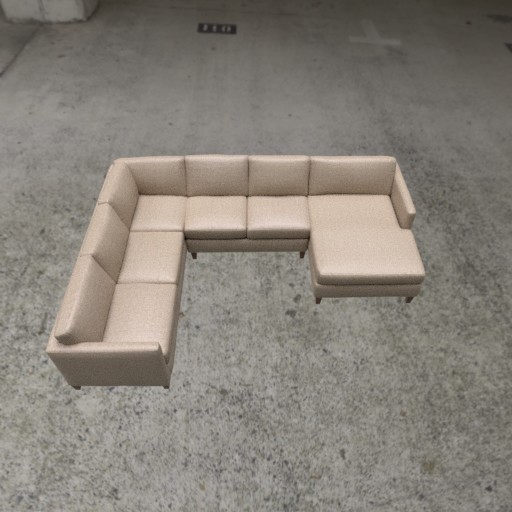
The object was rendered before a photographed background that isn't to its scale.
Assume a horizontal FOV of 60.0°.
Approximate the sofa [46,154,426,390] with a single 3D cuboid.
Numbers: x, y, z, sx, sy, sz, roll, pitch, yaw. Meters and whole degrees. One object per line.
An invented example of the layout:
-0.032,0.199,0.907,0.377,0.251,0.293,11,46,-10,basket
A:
0.000,0.000,4.620,3.460,0.961,2.594,0,48,0,sofa
